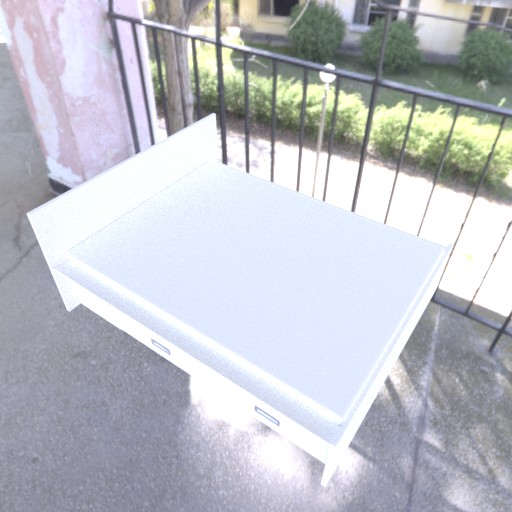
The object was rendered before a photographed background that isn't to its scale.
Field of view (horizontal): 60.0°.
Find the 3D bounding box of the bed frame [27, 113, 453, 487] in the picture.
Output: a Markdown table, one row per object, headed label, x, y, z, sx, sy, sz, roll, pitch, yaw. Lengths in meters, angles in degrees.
| label | x | y | z | sx | sy | sz | roll | pitch | yaw |
| --- | --- | --- | --- | --- | --- | --- | --- | --- | --- |
| bed frame | 0.000 | 0.000 | 2.785 | 1.960 | 0.800 | 1.622 | 25 | 47 | 26 |
